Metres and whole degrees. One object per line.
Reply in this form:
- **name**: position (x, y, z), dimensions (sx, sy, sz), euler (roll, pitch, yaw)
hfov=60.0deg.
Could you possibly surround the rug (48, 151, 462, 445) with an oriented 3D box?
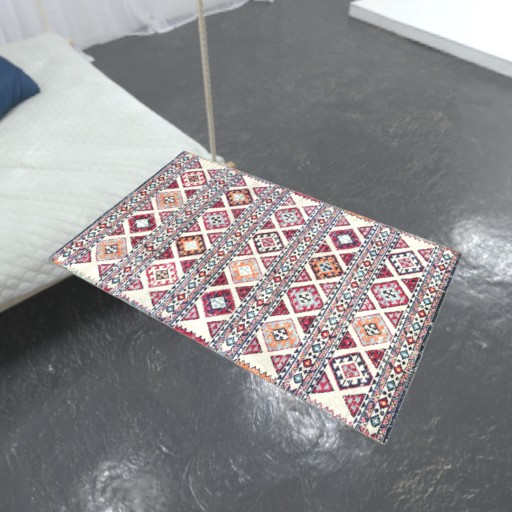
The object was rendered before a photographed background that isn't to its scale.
- **rug**: position (0.000, 0.000, 3.068), dimensions (2.440, 0.010, 1.545), euler (24, 51, 21)
